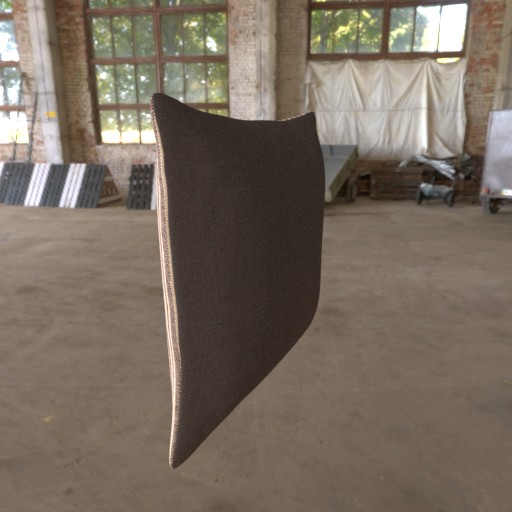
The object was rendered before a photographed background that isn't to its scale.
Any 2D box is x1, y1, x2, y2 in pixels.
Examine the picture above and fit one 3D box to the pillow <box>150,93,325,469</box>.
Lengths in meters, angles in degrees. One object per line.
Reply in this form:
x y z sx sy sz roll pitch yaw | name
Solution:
0.000 0.000 0.781 0.166 0.506 0.523 8 17 26 | pillow
